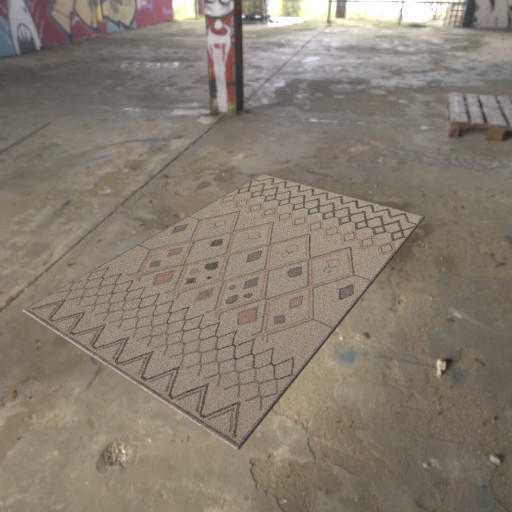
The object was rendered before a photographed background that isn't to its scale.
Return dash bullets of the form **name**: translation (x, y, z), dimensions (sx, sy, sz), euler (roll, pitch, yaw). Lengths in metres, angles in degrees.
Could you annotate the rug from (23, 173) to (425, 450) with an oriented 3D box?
- **rug**: translation (0.000, 0.000, 2.981), dimensions (1.524, 0.015, 2.438), euler (21, 38, 29)
